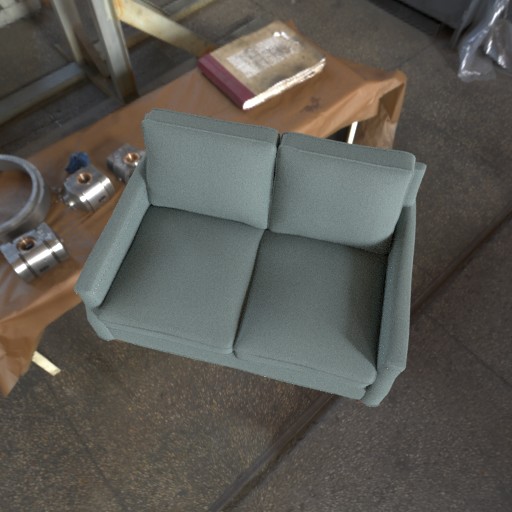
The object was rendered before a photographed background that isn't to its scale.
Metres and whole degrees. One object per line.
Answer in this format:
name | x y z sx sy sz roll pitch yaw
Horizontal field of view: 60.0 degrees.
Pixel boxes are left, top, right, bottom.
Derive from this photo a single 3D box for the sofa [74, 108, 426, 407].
sofa | 0.000 0.000 2.361 1.597 1.003 1.084 12 61 7
